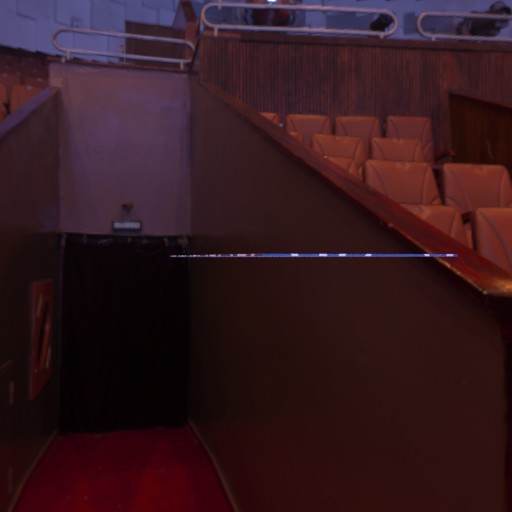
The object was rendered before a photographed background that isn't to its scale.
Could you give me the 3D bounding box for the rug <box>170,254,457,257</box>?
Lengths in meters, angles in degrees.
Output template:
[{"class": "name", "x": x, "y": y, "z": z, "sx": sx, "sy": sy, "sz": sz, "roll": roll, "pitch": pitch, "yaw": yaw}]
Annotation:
[{"class": "rug", "x": 0.000, "y": 0.000, "z": 2.471, "sx": 0.685, "sy": 0.006, "sz": 2.296, "roll": 0, "pitch": 0, "yaw": -18}]
